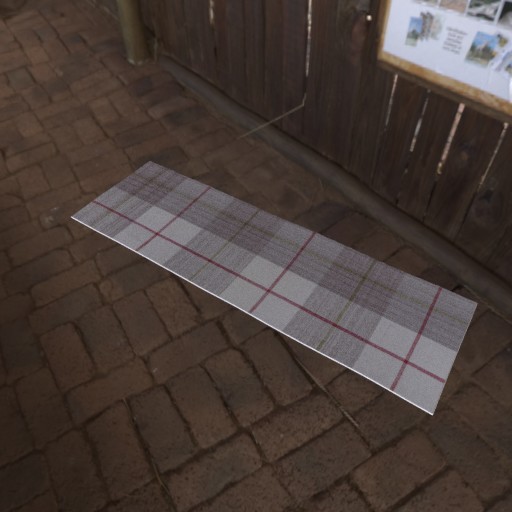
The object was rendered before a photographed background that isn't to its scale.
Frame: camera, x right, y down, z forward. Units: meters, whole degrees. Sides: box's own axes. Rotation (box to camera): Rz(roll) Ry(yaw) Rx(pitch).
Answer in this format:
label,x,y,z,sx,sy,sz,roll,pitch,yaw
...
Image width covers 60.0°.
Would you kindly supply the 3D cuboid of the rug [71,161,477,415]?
label,x,y,z,sx,sy,sz,roll,pitch,yaw
rug,0.000,0.000,2.698,2.439,0.013,0.762,26,52,22
